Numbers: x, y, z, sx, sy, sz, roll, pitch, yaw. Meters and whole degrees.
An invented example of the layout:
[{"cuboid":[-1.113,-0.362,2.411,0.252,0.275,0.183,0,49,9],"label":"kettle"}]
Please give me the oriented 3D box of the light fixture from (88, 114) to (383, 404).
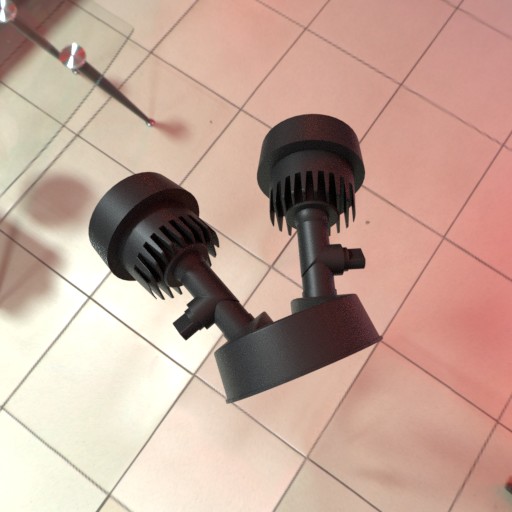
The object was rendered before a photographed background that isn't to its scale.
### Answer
[{"cuboid":[0.000,0.000,0.312,0.213,0.120,0.168,-21,77,-5],"label":"light fixture"}]
